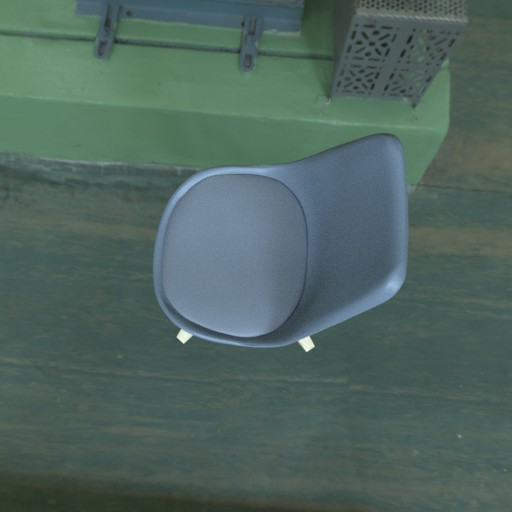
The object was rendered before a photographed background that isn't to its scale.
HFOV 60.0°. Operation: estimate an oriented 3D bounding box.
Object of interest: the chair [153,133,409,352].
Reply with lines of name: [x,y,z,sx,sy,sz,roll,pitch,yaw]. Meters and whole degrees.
chair: [0.000,0.000,1.192,0.550,0.850,0.485,4,76,1]
